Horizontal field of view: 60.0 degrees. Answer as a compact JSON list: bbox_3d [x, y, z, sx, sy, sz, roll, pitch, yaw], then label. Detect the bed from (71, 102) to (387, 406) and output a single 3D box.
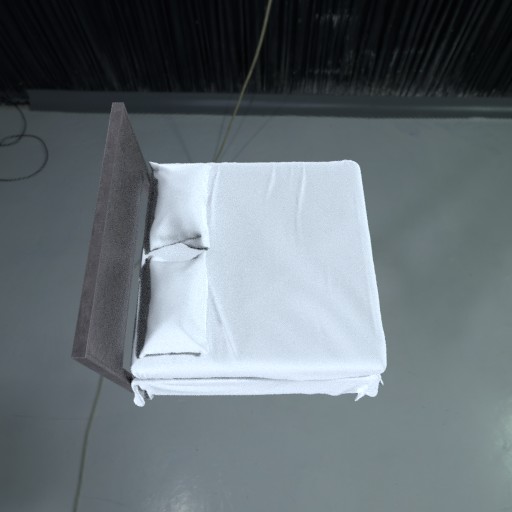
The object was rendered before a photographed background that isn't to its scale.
[{"bbox_3d":[0.000,0.000,2.965,1.785,1.142,1.772,-1,65,0],"label":"bed"}]
